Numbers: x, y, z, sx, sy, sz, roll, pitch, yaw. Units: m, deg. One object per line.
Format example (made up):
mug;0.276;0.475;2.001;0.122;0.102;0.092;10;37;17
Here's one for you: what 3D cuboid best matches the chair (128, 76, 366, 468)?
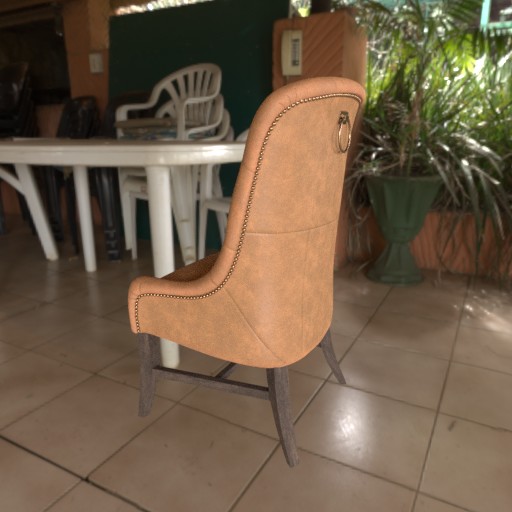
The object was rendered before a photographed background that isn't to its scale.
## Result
chair;0.000;0.000;1.494;0.629;1.091;0.634;8;18;26
